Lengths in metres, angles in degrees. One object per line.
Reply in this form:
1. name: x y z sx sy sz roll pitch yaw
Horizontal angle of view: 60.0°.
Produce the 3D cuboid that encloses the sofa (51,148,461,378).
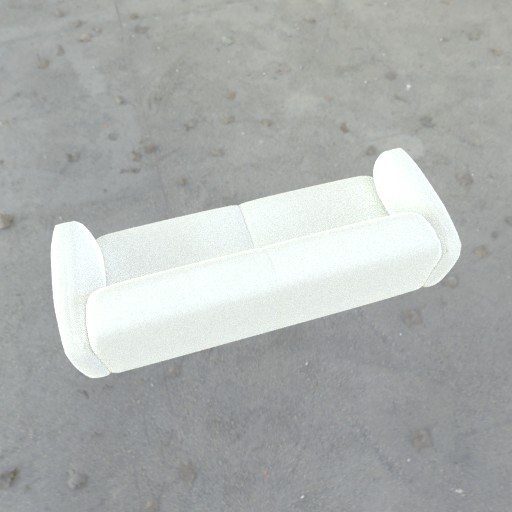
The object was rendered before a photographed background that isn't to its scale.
1. sofa: 0.000 0.000 2.689 2.280 0.780 0.870 -14 60 -8
